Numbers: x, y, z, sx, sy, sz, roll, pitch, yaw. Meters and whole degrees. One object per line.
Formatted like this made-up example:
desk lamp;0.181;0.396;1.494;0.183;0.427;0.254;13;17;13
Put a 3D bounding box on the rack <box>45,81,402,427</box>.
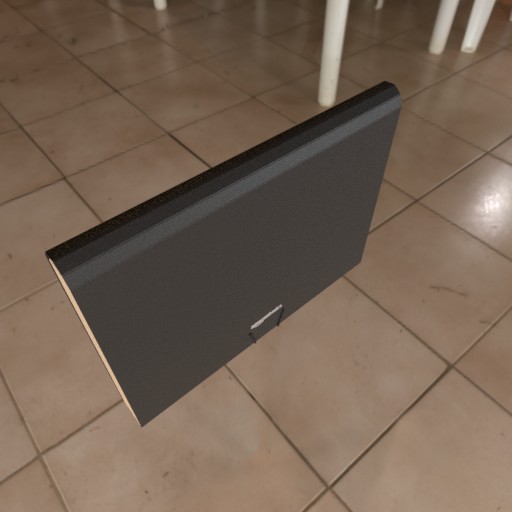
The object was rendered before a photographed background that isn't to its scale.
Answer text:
rack;0.000;0.000;0.430;0.330;0.241;0.041;-33;56;-26
